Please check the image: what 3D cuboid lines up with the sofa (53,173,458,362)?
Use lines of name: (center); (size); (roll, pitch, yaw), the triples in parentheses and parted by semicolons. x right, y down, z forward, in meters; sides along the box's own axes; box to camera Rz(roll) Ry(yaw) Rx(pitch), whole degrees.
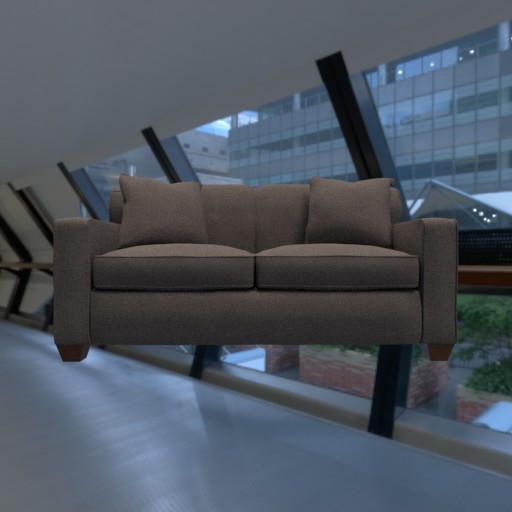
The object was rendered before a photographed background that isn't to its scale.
sofa: (0.000, 0.000, 2.452); (1.846, 0.958, 1.000); (0, 1, -1)
